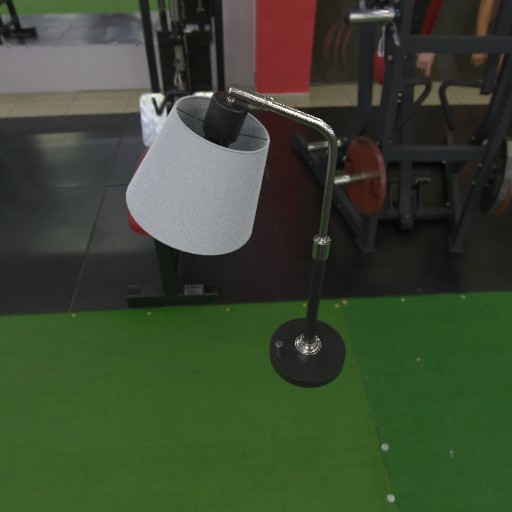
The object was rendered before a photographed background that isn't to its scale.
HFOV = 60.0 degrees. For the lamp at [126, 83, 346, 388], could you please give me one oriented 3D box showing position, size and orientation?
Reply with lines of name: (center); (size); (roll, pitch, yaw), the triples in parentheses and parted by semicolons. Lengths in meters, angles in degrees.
lamp: (0.000, 0.000, 0.688); (0.348, 0.539, 0.181); (-1, 43, -1)
